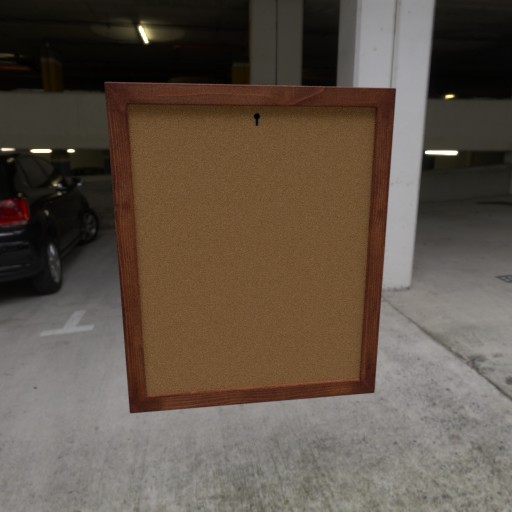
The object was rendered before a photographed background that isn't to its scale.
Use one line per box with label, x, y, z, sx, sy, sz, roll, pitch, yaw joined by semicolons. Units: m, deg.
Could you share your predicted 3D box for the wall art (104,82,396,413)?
wall art;0.000;0.000;0.775;0.462;0.558;0.030;-2;14;-8
